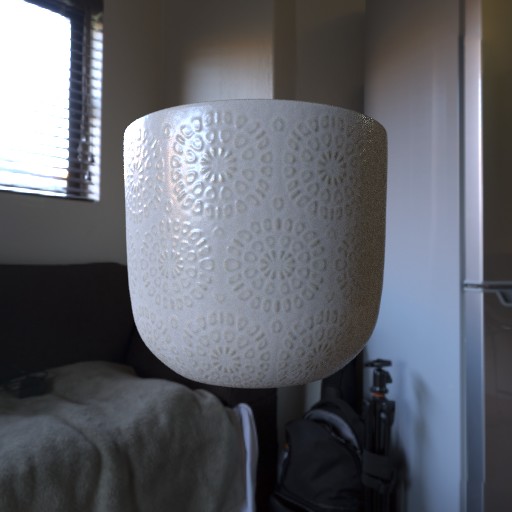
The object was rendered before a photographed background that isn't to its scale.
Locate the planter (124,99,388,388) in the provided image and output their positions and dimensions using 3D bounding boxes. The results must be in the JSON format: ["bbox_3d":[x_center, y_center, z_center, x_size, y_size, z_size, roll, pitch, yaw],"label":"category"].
[{"bbox_3d":[0.000,0.000,0.298,0.170,0.152,0.170,0,0,0],"label":"planter"}]
